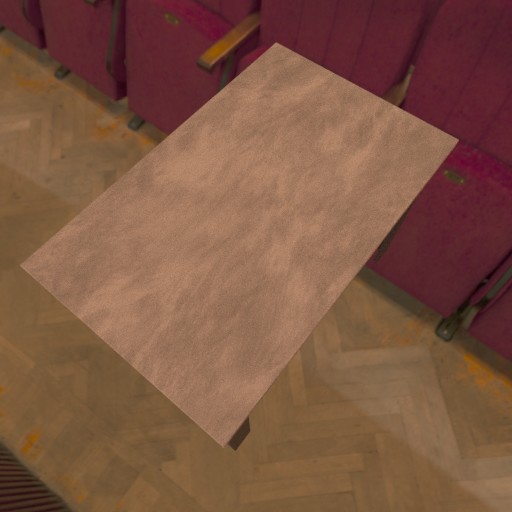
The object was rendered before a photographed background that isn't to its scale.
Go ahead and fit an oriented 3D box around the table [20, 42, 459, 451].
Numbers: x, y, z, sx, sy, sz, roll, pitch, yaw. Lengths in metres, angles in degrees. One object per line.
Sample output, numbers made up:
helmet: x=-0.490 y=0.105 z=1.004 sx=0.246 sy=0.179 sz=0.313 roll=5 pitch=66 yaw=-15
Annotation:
table: x=0.000 y=0.000 z=1.578 sx=0.700 sy=0.734 sz=1.100 roll=36 pitch=69 yaw=16
